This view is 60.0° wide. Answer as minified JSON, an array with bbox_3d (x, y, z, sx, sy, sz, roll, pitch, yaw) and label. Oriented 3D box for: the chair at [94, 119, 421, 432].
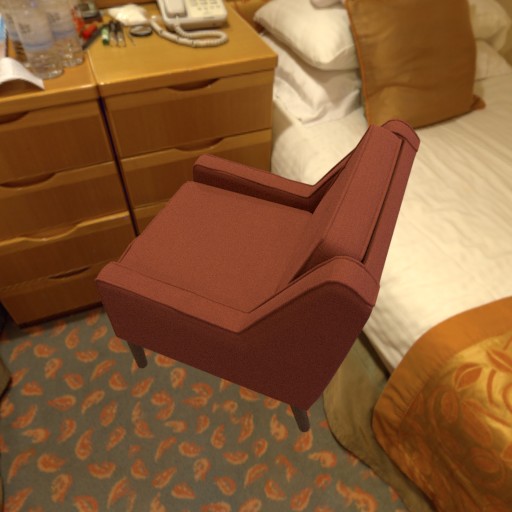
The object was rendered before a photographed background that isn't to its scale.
[{"bbox_3d":[0.000,0.000,1.417,0.770,0.812,0.680,16,49,15],"label":"chair"}]
